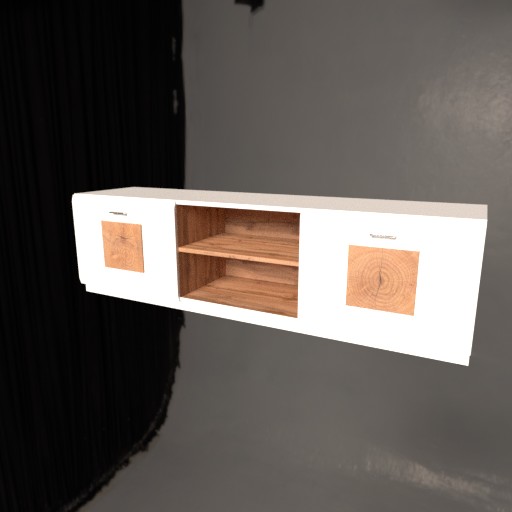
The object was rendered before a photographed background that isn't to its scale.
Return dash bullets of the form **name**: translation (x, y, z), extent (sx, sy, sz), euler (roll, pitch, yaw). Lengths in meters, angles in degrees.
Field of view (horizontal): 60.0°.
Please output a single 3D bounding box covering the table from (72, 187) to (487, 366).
- **table**: translation (0.000, 0.000, 1.717), extent (1.550, 0.440, 0.400), euler (7, 15, 26)
